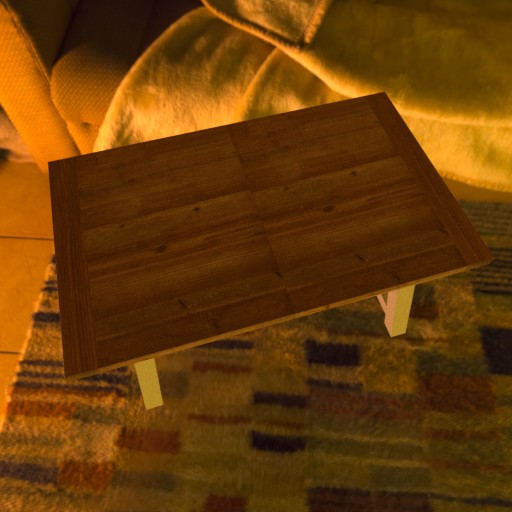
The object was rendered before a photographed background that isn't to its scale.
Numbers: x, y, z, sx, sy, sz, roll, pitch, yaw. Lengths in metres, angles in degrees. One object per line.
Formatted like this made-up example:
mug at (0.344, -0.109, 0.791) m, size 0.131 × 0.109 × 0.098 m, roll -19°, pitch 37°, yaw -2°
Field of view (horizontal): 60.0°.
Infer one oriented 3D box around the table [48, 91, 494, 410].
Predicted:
table at (0.000, 0.000, 2.017) m, size 1.503 × 0.743 × 0.922 m, roll -14°, pitch 61°, yaw -8°
